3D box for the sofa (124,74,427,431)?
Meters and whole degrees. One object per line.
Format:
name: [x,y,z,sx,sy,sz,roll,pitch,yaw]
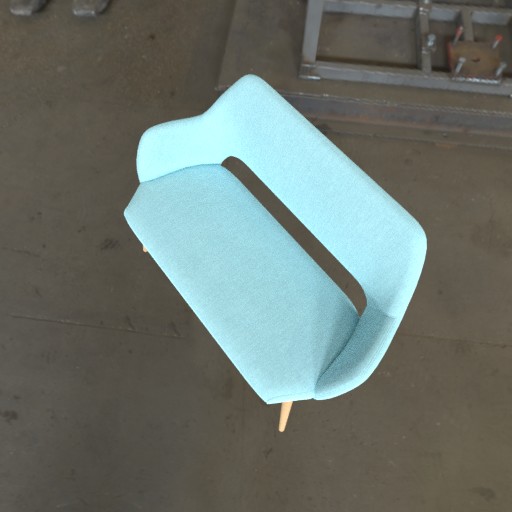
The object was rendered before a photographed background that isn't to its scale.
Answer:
sofa: [0.000,0.000,1.648,0.610,0.840,1.150,-35,69,-16]
